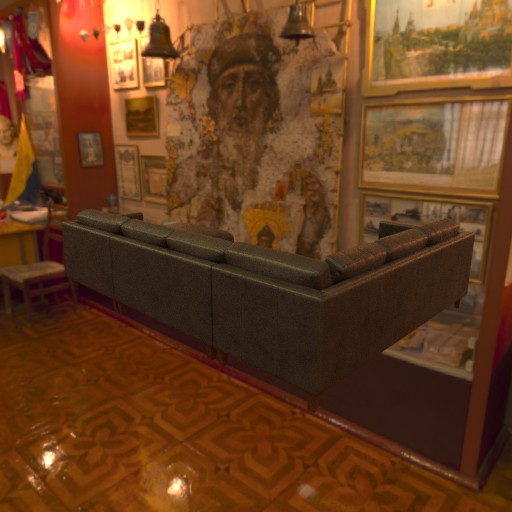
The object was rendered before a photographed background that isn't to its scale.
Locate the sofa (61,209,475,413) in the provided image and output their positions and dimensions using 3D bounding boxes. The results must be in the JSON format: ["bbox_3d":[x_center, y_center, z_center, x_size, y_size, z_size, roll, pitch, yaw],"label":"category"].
[{"bbox_3d":[0.000,0.000,4.457,3.324,0.891,2.452,14,20,42],"label":"sofa"}]
